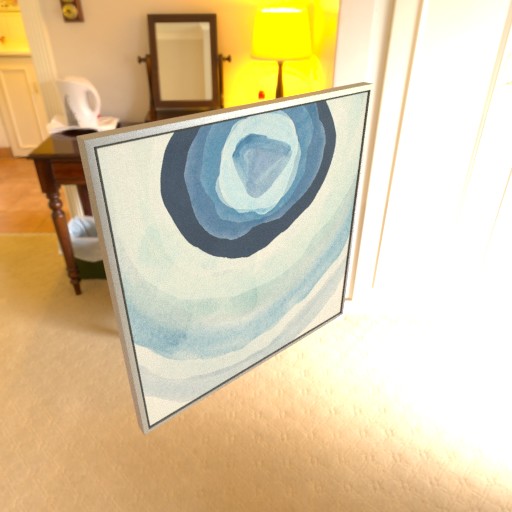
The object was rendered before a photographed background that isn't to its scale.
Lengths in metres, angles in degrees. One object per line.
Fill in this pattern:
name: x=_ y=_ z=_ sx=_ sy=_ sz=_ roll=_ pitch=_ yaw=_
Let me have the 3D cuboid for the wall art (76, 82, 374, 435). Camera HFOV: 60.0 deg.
wall art: x=0.000 y=0.000 z=1.218 sx=0.809 sy=0.807 sz=0.038 roll=-23 pitch=39 yaw=-33
